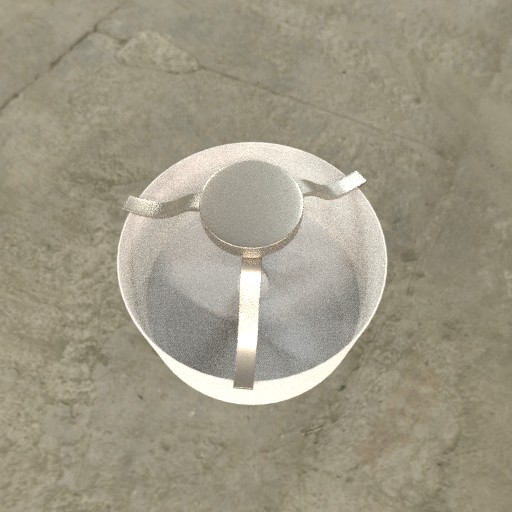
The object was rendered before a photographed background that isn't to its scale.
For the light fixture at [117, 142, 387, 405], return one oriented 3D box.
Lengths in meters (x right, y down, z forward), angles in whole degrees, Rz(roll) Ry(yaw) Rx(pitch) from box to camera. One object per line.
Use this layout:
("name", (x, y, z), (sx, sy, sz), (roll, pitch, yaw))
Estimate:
("light fixture", (0.000, 0.000, 0.666), (0.395, 0.304, 0.395), (0, 63, 0))
